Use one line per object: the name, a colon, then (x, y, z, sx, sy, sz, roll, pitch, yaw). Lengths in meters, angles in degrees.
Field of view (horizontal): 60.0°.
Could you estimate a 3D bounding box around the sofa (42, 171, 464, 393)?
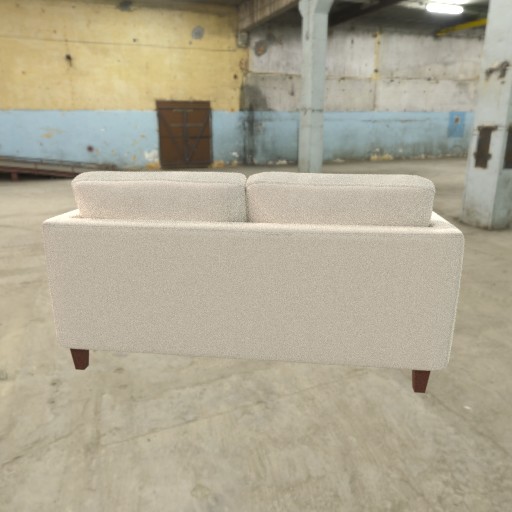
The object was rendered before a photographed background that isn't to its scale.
sofa: (0.000, 0.000, 2.237, 1.702, 0.888, 0.964, 2, 16, 7)
